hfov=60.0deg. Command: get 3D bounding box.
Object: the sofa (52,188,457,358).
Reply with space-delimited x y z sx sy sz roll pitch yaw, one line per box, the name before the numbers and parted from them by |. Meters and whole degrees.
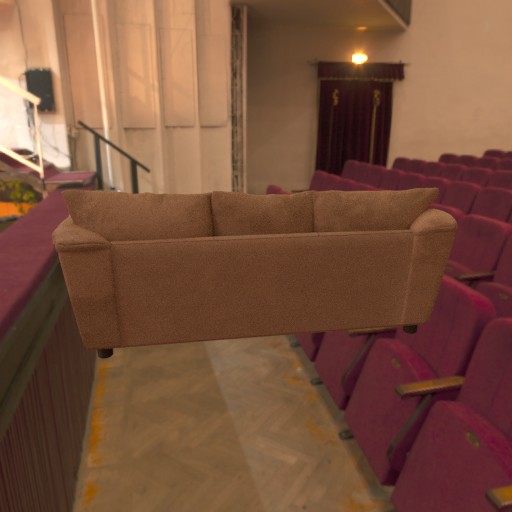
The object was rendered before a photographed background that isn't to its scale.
sofa | 0.000 0.000 2.885 2.377 0.981 0.893 -3 16 -9
